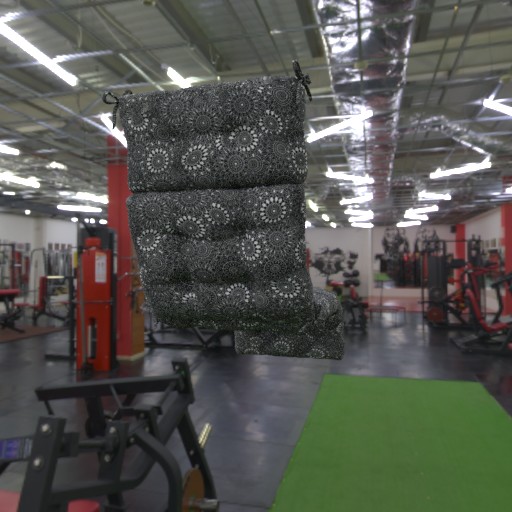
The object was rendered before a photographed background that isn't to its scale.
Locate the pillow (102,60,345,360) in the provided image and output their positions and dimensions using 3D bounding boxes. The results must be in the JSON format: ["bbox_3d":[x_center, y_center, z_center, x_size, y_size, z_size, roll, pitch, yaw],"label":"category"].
[{"bbox_3d":[0.000,0.000,1.504,0.526,0.863,1.016,0,-1,17],"label":"pillow"}]
